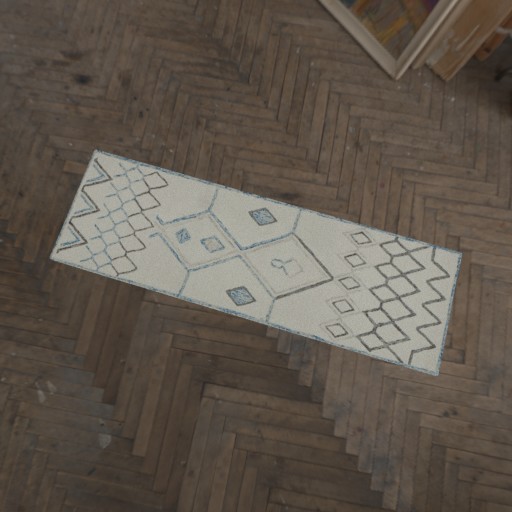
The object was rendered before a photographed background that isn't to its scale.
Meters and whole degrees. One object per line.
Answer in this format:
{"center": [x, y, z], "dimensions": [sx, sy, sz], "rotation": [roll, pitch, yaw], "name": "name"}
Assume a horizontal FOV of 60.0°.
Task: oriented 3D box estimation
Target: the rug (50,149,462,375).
{"center": [0.000, 0.000, 2.741], "dimensions": [2.434, 0.013, 0.770], "rotation": [16, 77, 4], "name": "rug"}
